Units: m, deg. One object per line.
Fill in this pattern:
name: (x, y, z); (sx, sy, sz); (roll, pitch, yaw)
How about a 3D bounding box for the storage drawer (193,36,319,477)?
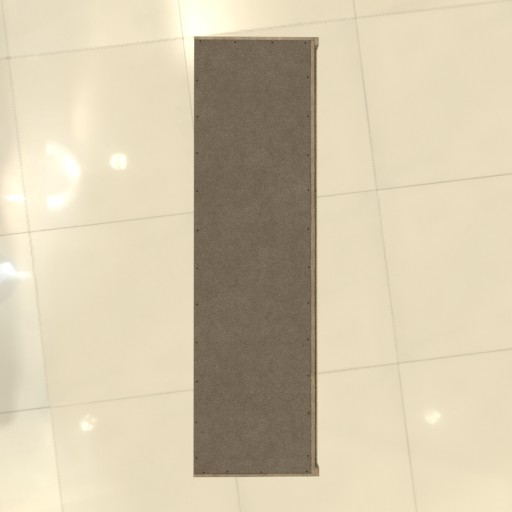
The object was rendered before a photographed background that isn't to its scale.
storage drawer: (0.000, 0.000, 2.223); (0.591, 0.274, 2.072); (0, 89, -1)
